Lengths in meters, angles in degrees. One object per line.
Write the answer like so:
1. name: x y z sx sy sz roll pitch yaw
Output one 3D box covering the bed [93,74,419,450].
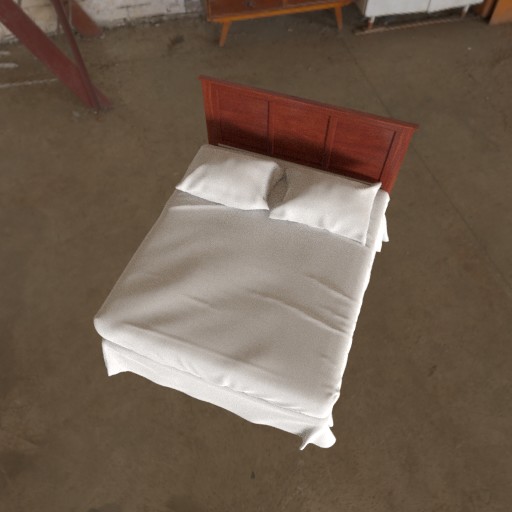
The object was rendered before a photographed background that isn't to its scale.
1. bed: 0.000 0.000 3.213 1.870 1.270 2.050 17 58 11
